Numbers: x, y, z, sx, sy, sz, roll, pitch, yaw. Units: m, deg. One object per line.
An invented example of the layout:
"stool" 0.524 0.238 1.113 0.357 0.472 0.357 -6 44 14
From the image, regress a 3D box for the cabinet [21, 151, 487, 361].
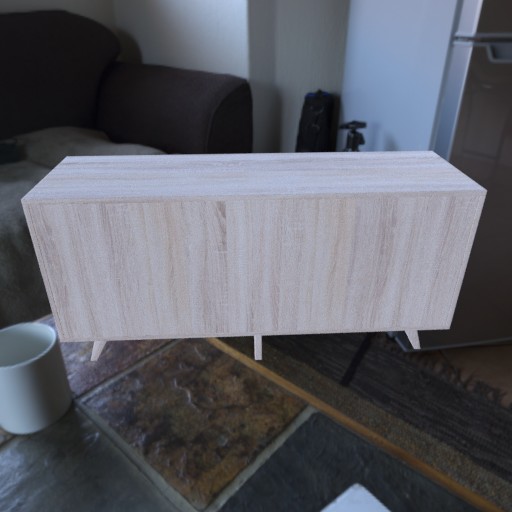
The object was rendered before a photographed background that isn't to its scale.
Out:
"cabinet" 0.000 0.000 1.974 1.650 0.780 0.500 -1 30 -3
